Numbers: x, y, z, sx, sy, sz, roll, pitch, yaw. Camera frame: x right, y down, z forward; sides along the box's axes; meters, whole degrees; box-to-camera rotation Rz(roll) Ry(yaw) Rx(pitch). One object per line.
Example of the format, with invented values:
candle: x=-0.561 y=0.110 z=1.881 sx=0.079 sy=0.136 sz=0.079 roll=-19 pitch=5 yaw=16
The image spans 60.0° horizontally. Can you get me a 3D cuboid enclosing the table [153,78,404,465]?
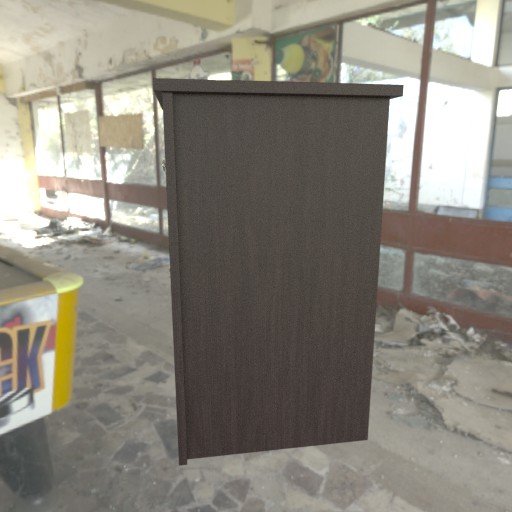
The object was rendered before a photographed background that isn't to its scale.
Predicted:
table: x=0.000 y=0.000 z=0.951 sx=0.381 sy=0.635 sz=0.480 roll=-2 pitch=13 yaw=-9
